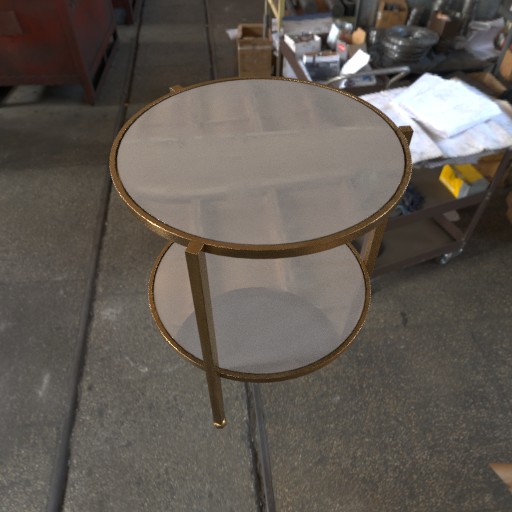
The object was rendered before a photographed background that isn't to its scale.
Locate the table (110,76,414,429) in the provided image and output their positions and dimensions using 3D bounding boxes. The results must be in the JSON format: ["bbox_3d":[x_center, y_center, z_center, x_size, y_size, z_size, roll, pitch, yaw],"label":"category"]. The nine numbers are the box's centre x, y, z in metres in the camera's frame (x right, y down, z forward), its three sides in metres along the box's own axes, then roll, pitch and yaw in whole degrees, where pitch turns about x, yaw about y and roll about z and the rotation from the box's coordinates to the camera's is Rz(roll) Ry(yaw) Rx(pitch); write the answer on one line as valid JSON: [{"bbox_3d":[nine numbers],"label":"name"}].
[{"bbox_3d":[0.000,0.000,0.449,0.231,0.269,0.243,-32,55,-26],"label":"table"}]
